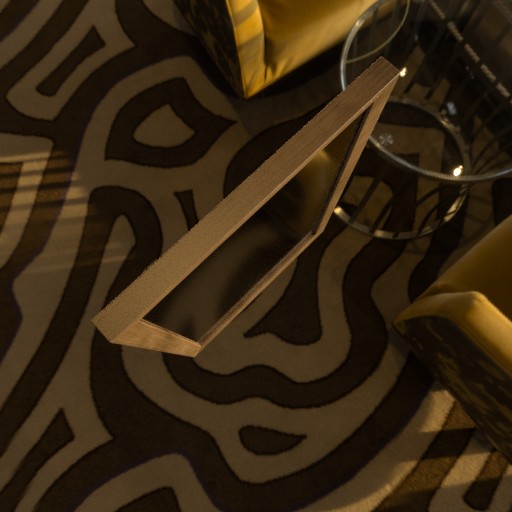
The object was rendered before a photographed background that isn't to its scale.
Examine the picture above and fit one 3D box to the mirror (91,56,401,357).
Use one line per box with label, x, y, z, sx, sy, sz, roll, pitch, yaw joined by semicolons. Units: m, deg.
mirror;0.000;0.000;0.897;0.507;0.710;0.040;-44;80;-10
